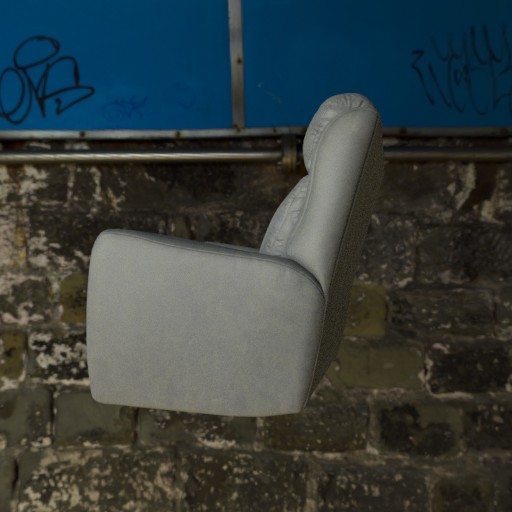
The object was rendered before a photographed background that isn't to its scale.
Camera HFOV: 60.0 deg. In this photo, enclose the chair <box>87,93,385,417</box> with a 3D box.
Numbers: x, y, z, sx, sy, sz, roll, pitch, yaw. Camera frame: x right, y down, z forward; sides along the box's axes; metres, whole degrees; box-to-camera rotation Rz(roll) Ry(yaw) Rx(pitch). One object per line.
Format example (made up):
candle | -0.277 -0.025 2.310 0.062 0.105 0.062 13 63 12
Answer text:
chair | 0.000 0.000 1.919 1.068 1.116 0.965 0 -1 17
